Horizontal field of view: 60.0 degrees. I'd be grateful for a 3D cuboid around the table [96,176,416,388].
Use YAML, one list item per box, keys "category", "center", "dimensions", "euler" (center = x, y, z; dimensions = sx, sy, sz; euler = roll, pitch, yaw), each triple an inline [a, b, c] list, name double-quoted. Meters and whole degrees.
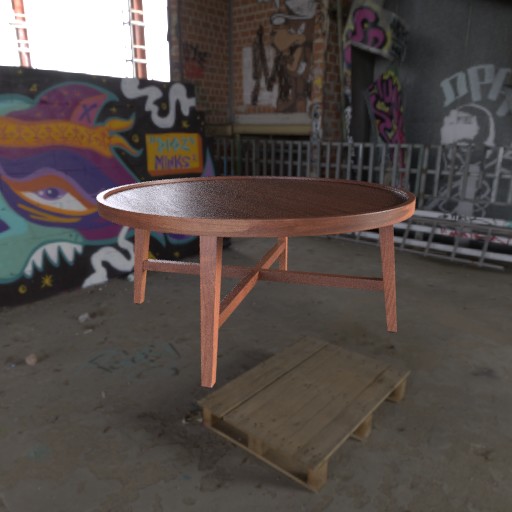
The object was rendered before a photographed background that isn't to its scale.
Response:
- category: "table"
  center: [0.000, 0.000, 1.224]
  dimensions: [0.800, 0.360, 0.800]
  euler: [0, 16, 0]
